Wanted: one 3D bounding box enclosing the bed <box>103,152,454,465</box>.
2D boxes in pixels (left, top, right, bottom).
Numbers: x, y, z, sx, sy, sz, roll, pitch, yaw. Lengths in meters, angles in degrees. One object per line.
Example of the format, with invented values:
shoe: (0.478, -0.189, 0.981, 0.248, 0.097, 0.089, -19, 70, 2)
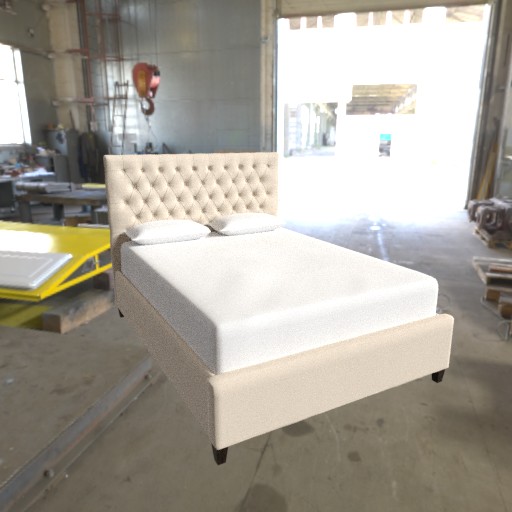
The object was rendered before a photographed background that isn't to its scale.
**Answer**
bed: (0.000, 0.000, 3.299, 1.696, 1.426, 2.233, -8, 17, -28)
